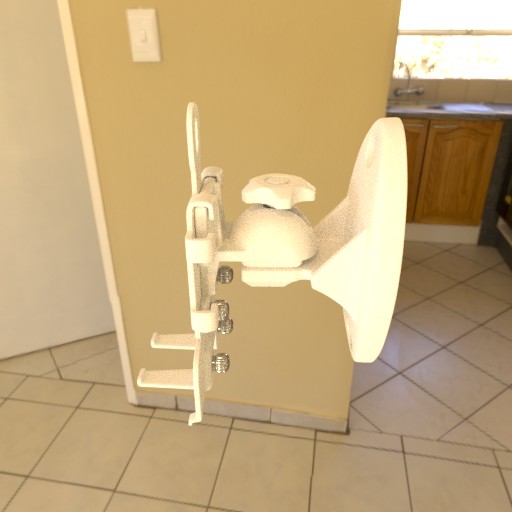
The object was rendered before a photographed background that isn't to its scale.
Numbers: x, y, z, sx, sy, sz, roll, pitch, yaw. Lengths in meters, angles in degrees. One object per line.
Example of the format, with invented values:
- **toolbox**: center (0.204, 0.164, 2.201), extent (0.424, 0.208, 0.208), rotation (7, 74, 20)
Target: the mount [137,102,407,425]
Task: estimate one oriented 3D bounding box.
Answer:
- **mount**: center (0.000, 0.000, 0.179), extent (0.100, 0.118, 0.066), rotation (0, 27, 0)
